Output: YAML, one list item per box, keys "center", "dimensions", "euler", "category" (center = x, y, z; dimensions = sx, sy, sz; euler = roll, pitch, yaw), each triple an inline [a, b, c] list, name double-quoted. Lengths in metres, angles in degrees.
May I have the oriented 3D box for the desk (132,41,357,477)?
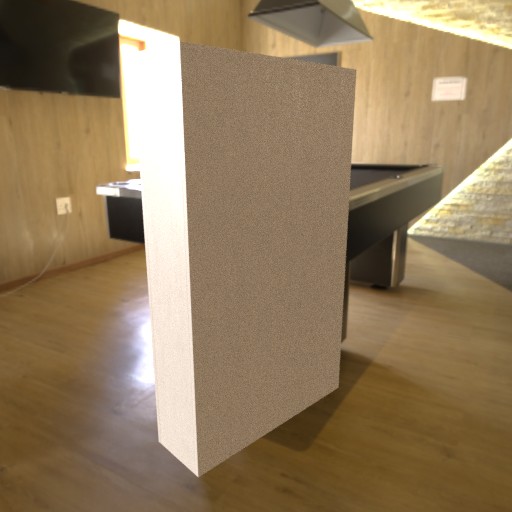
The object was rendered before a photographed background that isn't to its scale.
- center: [0.000, 0.000, 1.585]
  dimensions: [0.750, 1.280, 0.250]
  euler: [-15, 21, -42]
  category: "desk"
